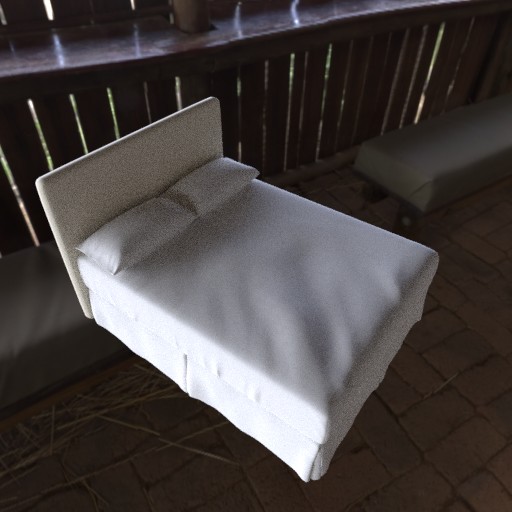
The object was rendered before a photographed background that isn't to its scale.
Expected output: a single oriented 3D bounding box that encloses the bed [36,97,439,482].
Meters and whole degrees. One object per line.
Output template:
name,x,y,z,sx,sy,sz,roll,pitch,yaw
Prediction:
bed,0.000,0.000,3.137,2.147,1.330,1.714,26,48,27
